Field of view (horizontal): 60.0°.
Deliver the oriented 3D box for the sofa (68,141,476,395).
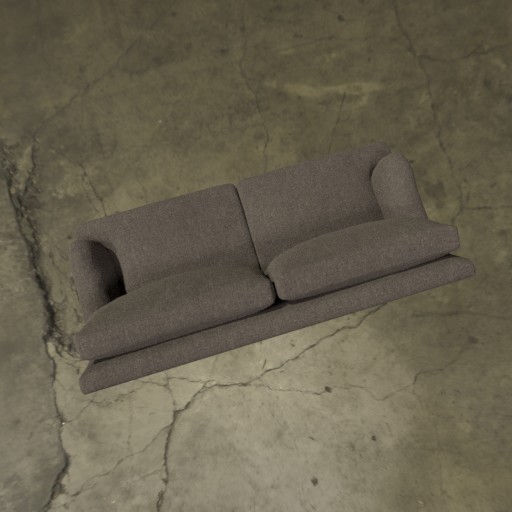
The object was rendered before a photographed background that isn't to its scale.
[{"bbox_3d":[0.000,0.000,2.788,2.160,1.054,1.087,-16,76,-4],"label":"sofa"}]
